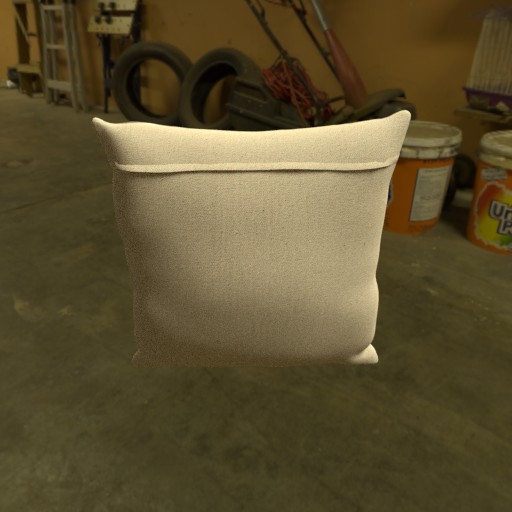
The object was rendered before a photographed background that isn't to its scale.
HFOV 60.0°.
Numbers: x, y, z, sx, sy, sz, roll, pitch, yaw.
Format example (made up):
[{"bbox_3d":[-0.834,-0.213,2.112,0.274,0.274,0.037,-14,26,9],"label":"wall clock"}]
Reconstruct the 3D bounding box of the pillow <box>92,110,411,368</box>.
[{"bbox_3d":[0.000,0.000,0.698,0.440,0.441,0.182,-1,29,-2],"label":"pillow"}]
